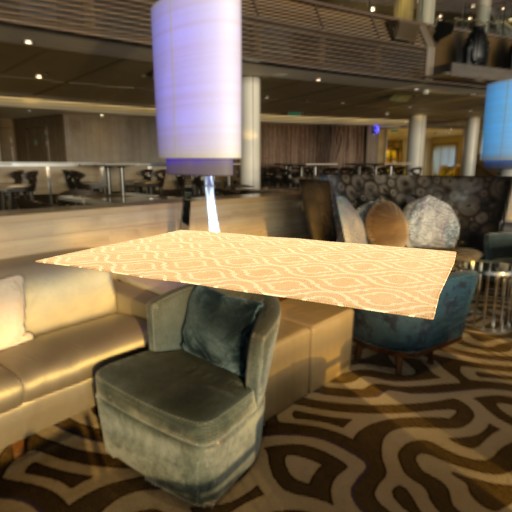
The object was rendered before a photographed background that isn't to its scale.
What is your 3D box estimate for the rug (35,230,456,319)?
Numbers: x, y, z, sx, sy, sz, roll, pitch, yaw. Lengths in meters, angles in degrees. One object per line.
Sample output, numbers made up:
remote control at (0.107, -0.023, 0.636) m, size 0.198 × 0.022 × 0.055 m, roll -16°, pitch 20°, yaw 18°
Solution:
rug at (0.000, 0.000, 2.187) m, size 1.761 × 0.013 × 1.152 m, roll 6°, pitch 13°, yaw 26°
